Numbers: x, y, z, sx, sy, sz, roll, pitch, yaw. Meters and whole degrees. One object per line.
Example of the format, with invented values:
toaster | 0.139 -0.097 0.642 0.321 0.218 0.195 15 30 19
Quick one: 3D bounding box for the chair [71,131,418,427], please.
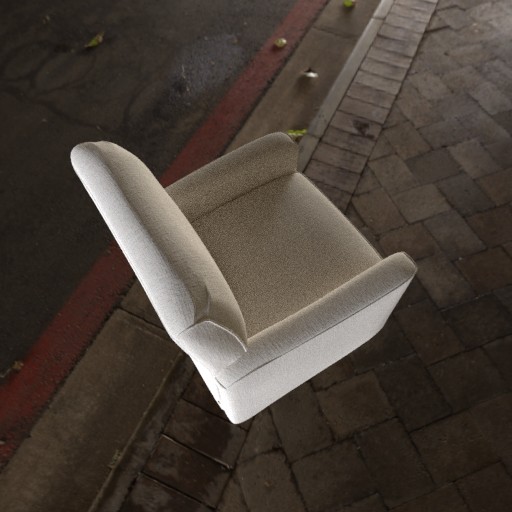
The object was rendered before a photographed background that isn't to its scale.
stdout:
chair | 0.000 0.000 1.628 0.858 1.028 0.841 -29 62 -17
